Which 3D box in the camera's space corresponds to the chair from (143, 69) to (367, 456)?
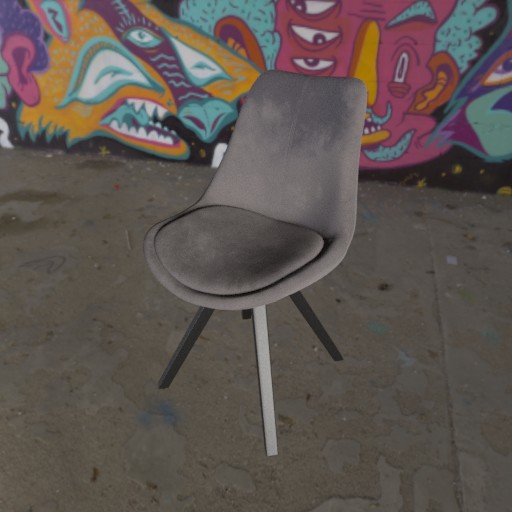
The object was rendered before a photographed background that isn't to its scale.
[{"bbox_3d":[0.000,0.000,1.182,0.476,0.850,0.550,20,36,30],"label":"chair"}]
